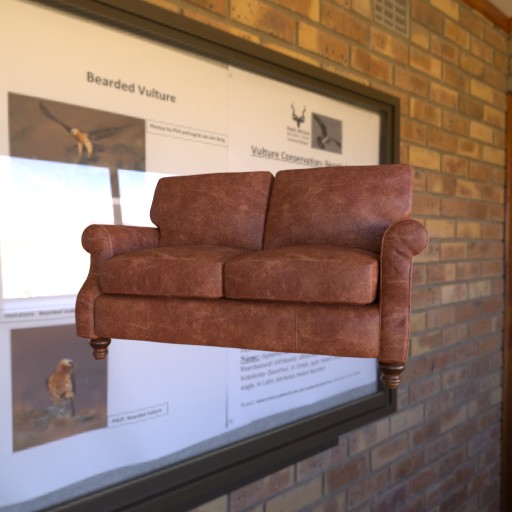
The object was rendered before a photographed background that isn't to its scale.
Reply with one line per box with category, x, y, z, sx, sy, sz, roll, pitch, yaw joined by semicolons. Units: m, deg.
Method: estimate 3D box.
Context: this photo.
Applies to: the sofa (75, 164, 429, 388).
sofa;0.000;0.000;2.247;1.616;0.967;0.990;0;2;18
